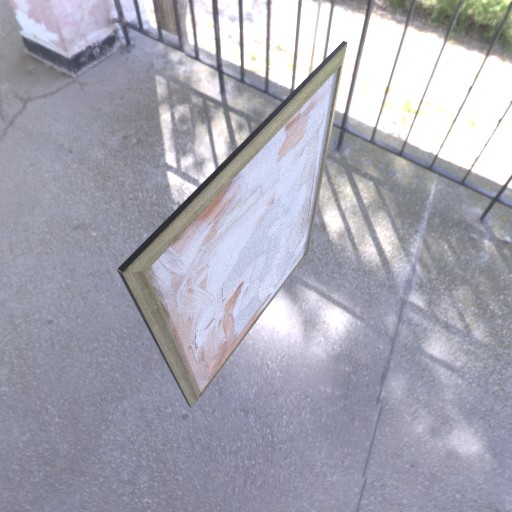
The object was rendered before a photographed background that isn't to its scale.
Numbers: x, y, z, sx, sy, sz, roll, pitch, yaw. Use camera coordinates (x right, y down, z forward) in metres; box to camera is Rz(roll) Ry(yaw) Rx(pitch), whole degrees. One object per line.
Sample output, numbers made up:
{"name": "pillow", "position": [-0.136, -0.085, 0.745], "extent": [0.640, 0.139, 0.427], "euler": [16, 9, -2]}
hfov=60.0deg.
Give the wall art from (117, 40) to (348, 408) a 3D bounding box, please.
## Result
{"name": "wall art", "position": [0.000, 0.000, 0.924], "extent": [0.018, 0.660, 0.559], "euler": [30, 63, 18]}
